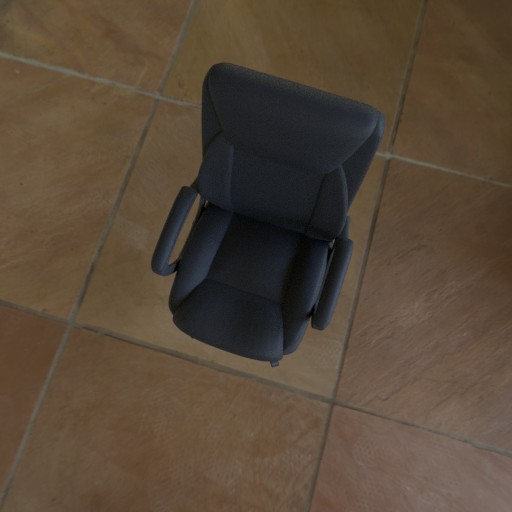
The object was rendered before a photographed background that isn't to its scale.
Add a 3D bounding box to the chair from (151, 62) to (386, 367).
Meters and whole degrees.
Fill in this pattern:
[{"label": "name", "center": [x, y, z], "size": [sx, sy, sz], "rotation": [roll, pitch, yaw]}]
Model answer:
[{"label": "chair", "center": [0.000, 0.000, 1.489], "size": [0.615, 1.072, 0.655], "rotation": [19, 76, 5]}]
